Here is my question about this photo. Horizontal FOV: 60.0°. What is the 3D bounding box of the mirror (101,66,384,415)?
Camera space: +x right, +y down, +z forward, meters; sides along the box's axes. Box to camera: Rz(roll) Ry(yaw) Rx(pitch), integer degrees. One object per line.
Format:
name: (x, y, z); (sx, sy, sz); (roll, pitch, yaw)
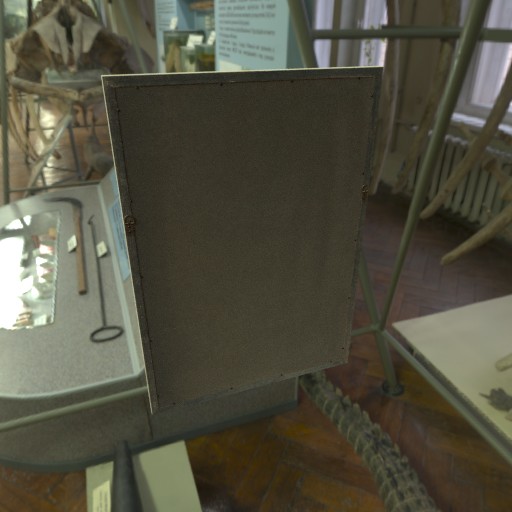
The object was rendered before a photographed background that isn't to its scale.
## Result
mirror: (0.000, 0.000, 1.285); (0.705, 0.996, 0.025); (-10, 29, -18)
